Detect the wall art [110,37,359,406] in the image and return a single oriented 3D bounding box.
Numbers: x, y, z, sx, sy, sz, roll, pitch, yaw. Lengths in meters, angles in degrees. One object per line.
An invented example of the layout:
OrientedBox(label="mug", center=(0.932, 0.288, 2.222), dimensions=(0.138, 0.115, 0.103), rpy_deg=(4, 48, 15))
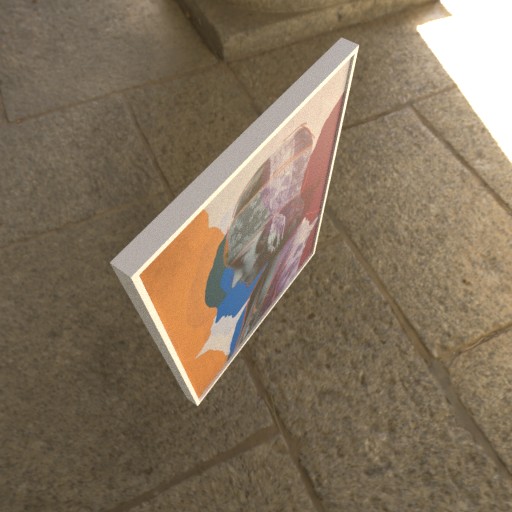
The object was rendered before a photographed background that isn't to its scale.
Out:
OrientedBox(label="wall art", center=(0.000, 0.000, 0.752), dimensions=(0.030, 0.549, 0.443), rpy_deg=(32, 64, 17))
